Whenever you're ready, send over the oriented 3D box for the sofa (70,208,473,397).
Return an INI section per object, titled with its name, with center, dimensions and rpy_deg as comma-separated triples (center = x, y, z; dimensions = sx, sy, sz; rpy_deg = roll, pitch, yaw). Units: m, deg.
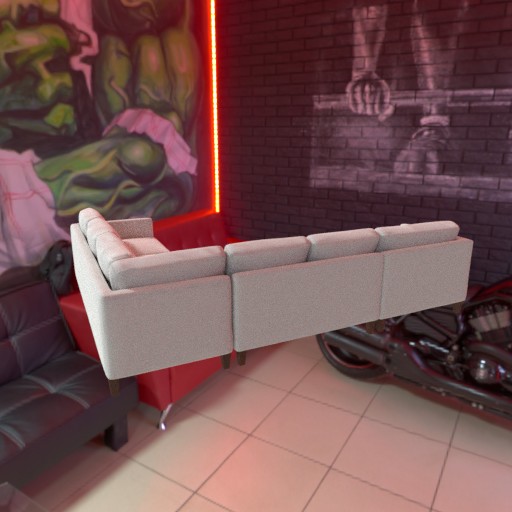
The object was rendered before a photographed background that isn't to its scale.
[sofa]
center = 0.000, 0.000, 4.688
dimensions = 3.459, 0.956, 2.593
rpy_deg = -8, 17, -25
